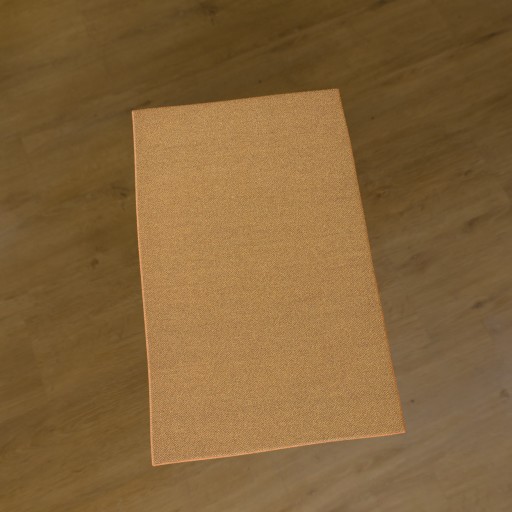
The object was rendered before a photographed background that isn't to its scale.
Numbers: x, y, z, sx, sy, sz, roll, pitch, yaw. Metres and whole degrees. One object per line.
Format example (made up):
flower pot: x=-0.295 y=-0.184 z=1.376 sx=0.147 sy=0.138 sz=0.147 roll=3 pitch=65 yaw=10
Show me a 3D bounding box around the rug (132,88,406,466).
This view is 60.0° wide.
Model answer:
rug: x=0.000 y=0.000 z=2.057 sx=1.078 sy=0.013 sz=1.678 roll=-7 pitch=75 yaw=-2
